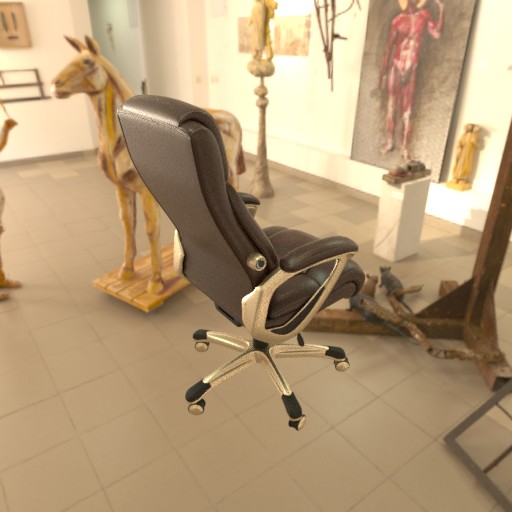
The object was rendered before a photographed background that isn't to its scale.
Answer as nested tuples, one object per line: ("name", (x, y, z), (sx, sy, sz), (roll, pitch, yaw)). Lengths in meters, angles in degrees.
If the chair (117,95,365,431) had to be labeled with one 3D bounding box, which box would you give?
("chair", (0.000, 0.000, 1.685), (0.749, 1.194, 0.692), (-19, 32, -32))
